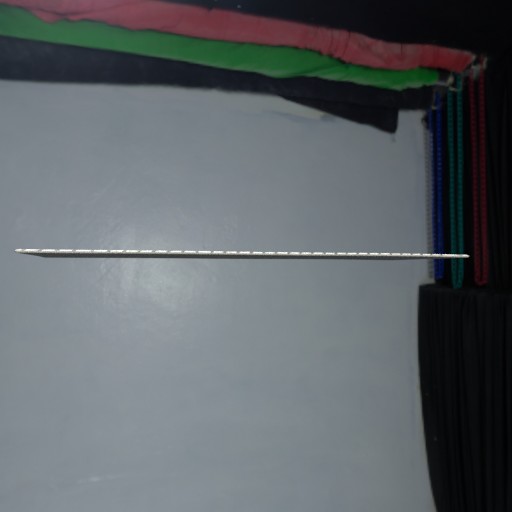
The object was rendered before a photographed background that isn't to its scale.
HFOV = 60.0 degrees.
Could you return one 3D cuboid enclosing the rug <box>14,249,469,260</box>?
[{"bbox_3d":[0.000,0.000,2.653,2.439,0.020,0.773,1,-2,-17],"label":"rug"}]
